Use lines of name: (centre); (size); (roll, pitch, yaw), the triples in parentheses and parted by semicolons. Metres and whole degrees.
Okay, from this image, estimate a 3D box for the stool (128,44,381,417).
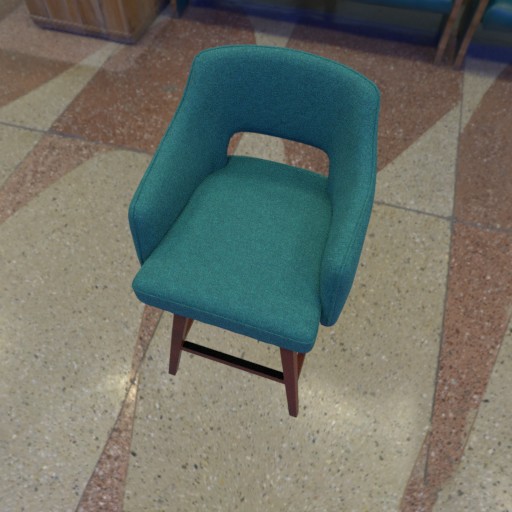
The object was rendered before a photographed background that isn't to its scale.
stool: (0.000, 0.000, 1.276); (0.548, 0.961, 0.556); (16, 58, 10)
